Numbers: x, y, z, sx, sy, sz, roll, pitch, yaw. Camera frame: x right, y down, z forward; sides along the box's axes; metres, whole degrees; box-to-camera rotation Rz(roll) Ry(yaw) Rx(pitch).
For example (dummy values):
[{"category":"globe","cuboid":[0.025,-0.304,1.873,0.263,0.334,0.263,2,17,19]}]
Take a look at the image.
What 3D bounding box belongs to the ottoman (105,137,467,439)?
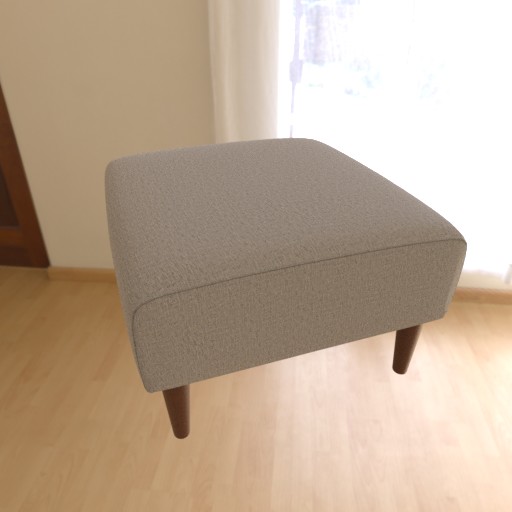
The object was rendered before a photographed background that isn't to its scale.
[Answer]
[{"category":"ottoman","cuboid":[0.000,0.000,1.068,0.648,0.399,0.655,-10,33,-17]}]
